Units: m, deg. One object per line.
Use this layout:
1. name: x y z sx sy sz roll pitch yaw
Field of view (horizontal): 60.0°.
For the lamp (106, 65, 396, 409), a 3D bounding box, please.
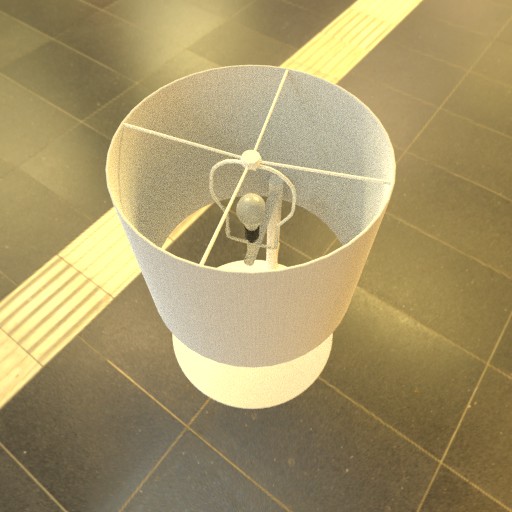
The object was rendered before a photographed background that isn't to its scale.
1. lamp: 0.000 0.000 0.662 0.299 0.454 0.341 14 58 9
